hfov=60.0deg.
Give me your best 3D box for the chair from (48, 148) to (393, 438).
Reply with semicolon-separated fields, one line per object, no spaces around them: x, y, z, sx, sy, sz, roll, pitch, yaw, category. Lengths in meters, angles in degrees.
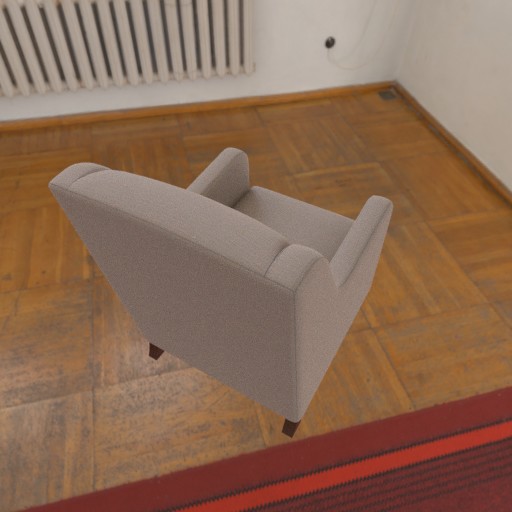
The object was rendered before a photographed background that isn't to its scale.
0.000;0.000;1.590;0.715;1.017;0.896;23;50;21;chair
